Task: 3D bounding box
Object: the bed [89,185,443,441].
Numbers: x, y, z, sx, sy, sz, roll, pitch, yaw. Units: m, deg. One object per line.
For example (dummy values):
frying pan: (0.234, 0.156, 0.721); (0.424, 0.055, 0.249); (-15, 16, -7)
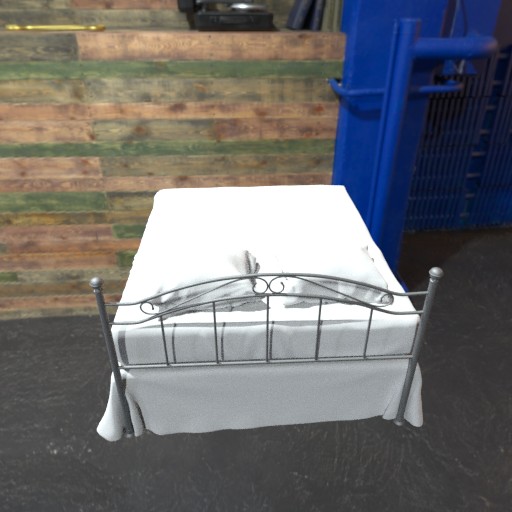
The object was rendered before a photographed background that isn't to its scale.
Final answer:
bed: (0.000, 0.000, 3.224); (1.936, 1.080, 2.215); (-2, 31, -3)
